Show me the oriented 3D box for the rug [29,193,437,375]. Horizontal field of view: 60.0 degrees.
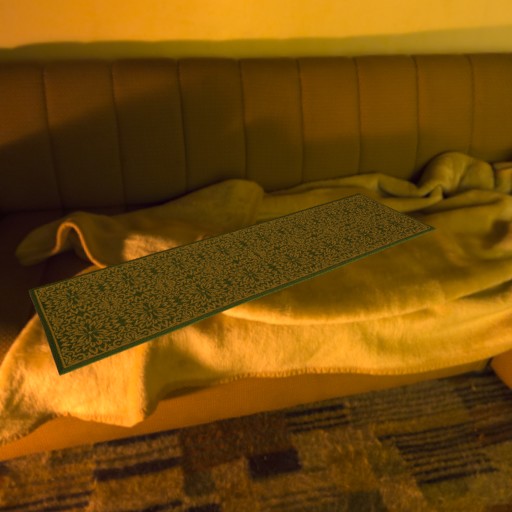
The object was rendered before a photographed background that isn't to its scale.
[{"bbox_3d":[0.000,0.000,2.420,2.196,0.011,0.662,-18,36,-28],"label":"rug"}]
